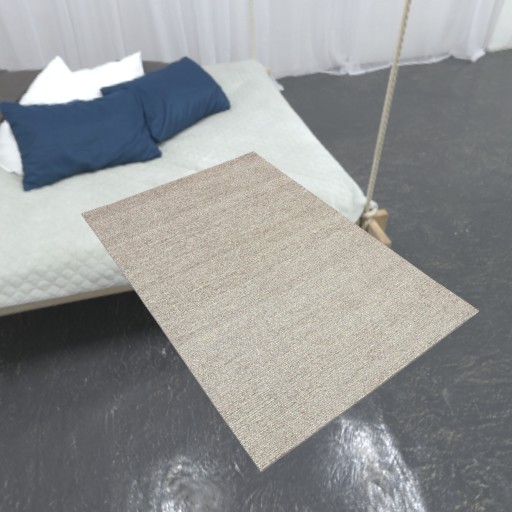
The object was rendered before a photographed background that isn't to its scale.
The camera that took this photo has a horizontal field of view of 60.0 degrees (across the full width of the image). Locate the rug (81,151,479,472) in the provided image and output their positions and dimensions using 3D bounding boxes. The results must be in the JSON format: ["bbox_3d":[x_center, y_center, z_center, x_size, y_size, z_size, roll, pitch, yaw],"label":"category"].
[{"bbox_3d":[0.000,0.000,2.995,1.609,0.030,2.342,-25,48,-25],"label":"rug"}]
